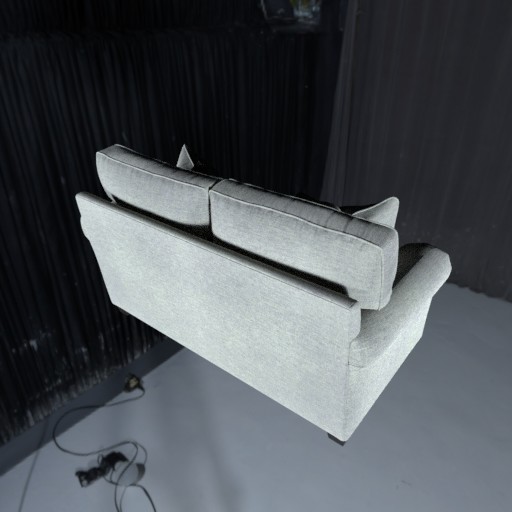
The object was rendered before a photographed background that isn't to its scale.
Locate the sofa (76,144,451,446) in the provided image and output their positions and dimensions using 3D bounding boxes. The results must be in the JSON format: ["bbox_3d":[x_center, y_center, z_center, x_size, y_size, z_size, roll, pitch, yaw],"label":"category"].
[{"bbox_3d":[0.000,0.000,2.249,1.701,0.966,0.966,22,36,33],"label":"sofa"}]
